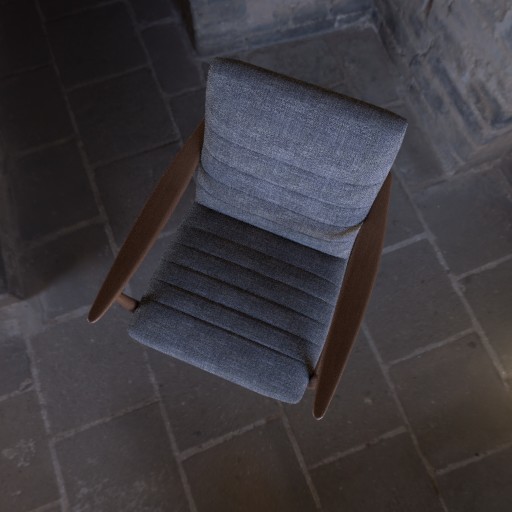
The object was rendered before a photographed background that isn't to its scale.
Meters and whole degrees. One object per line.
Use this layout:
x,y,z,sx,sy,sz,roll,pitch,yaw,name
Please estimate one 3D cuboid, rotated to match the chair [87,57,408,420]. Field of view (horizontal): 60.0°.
0.000,0.000,1.460,0.741,0.832,0.798,21,75,6,chair
